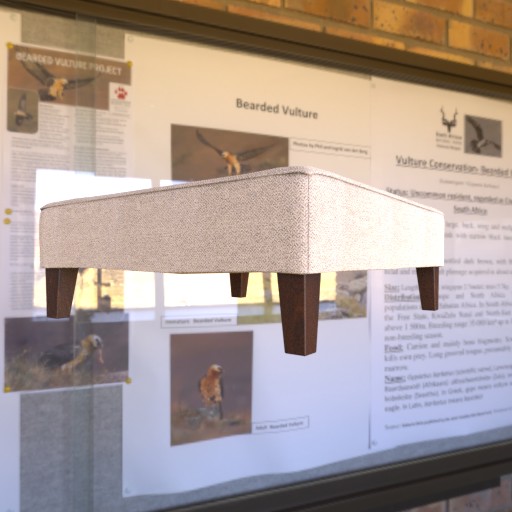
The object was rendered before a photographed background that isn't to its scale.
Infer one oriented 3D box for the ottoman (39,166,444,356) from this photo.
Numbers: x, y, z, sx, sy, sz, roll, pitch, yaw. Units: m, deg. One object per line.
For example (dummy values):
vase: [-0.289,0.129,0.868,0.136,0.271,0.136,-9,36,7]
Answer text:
ottoman: [0.000,0.000,1.473,0.973,0.381,0.982,0,0,37]
